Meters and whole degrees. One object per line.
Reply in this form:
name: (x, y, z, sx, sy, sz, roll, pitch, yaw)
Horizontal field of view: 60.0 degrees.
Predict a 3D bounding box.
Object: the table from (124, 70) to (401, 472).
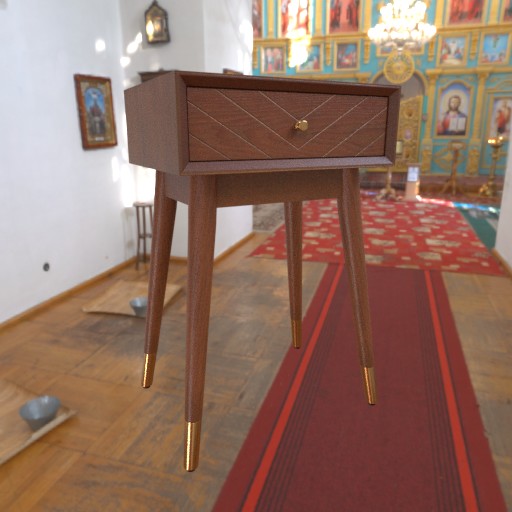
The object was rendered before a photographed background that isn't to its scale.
table: (0.000, 0.000, 0.840, 0.406, 0.599, 0.300, -8, 17, -27)
